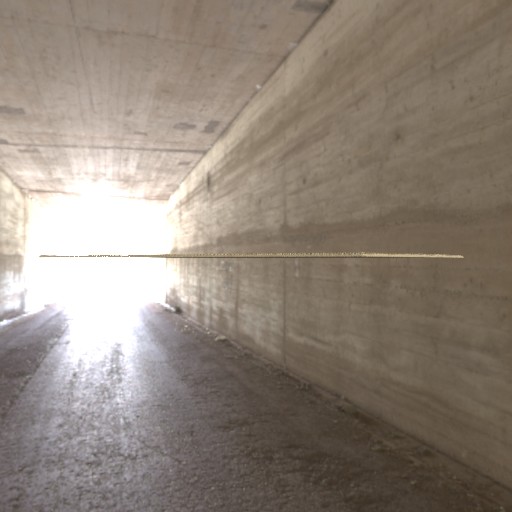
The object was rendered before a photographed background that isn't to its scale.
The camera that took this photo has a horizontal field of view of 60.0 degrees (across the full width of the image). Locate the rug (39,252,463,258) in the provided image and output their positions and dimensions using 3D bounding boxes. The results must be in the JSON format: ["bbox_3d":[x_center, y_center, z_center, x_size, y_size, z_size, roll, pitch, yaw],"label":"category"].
[{"bbox_3d":[0.000,0.000,4.055,3.052,0.030,2.429,0,0,36],"label":"rug"}]
